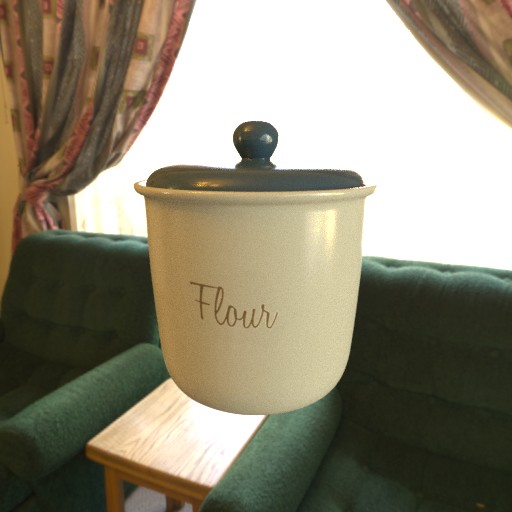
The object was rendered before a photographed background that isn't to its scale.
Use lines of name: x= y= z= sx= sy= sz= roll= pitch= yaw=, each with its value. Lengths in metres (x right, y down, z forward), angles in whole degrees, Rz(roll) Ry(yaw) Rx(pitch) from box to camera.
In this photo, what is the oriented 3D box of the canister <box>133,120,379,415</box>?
canister: x=0.000 y=0.000 z=0.354 sx=0.182 sy=0.208 sz=0.182 roll=0 pitch=14 yaw=0
